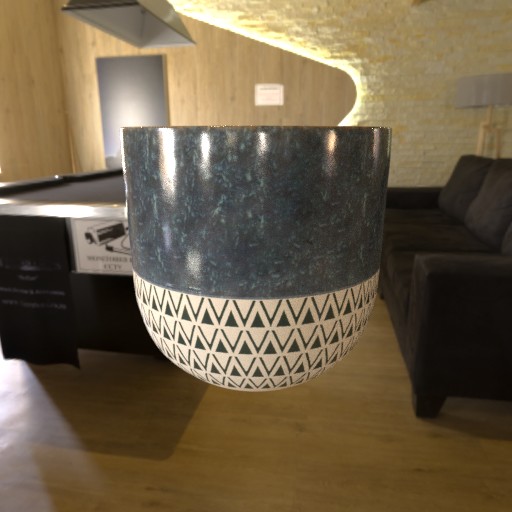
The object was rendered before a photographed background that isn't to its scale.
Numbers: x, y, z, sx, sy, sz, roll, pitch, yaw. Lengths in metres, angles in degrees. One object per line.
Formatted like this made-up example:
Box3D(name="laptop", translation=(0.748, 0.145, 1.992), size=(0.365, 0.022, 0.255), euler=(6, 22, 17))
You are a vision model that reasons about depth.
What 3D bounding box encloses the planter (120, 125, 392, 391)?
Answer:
Box3D(name="planter", translation=(0.000, 0.000, 0.485), size=(0.266, 0.270, 0.266), euler=(0, 15, 0))
